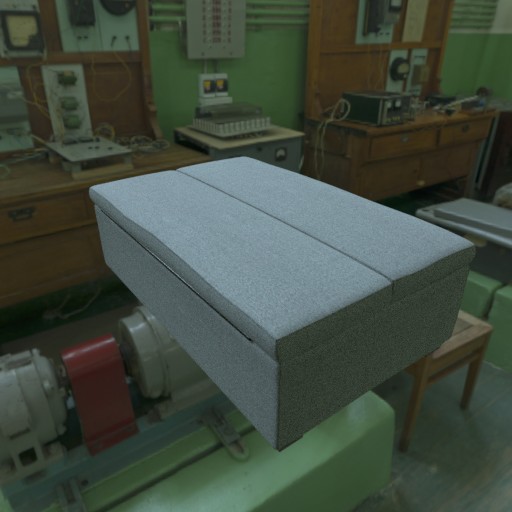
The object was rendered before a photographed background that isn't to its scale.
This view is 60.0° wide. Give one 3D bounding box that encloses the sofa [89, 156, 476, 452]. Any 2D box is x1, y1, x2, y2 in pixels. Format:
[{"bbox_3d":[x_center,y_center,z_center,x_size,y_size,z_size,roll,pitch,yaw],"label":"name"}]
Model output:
[{"bbox_3d":[0.000,0.000,1.664,0.817,0.434,1.250,-19,33,-32],"label":"sofa"}]
